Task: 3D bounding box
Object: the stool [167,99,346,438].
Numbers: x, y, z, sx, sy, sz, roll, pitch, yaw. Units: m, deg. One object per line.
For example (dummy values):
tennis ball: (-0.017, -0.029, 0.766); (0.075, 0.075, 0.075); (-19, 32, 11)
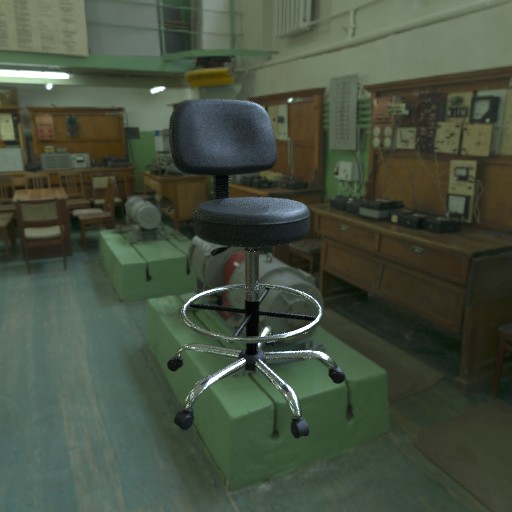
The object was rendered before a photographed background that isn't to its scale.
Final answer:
stool: (0.000, 0.000, 1.554); (0.694, 1.069, 0.658); (-8, 18, -27)
